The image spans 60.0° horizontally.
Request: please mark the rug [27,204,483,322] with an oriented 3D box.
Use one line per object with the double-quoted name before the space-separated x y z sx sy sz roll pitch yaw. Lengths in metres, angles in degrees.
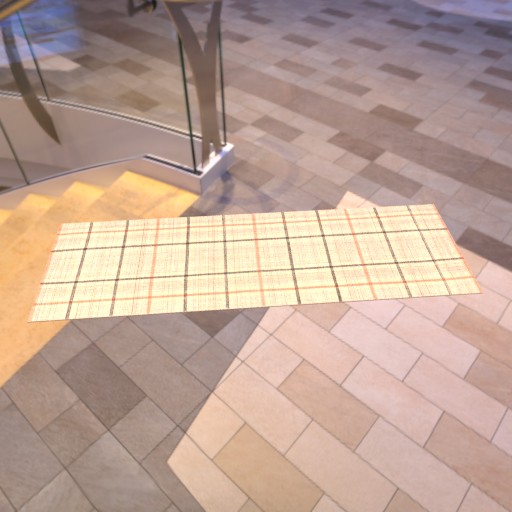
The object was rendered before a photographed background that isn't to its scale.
"rug" 0.000 0.000 2.627 2.439 0.008 0.762 -3 46 -3
